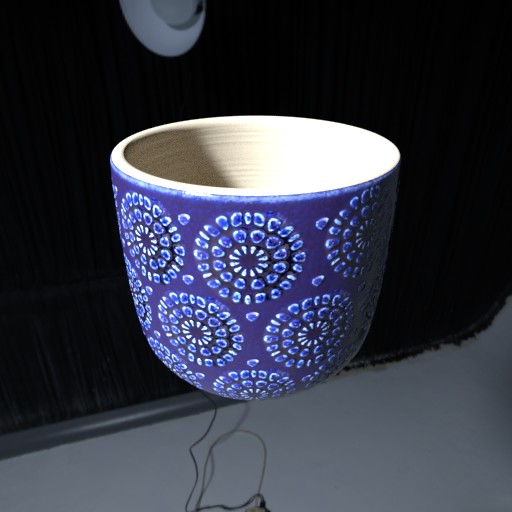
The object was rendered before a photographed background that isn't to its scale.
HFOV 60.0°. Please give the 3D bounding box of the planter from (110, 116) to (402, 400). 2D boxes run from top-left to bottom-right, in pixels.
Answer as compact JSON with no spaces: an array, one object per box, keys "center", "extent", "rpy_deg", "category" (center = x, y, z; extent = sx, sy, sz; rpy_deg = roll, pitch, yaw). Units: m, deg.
[{"center":[0.000,0.000,0.293],"extent":[0.165,0.149,0.165],"rpy_deg":[0,29,0],"category":"planter"}]
